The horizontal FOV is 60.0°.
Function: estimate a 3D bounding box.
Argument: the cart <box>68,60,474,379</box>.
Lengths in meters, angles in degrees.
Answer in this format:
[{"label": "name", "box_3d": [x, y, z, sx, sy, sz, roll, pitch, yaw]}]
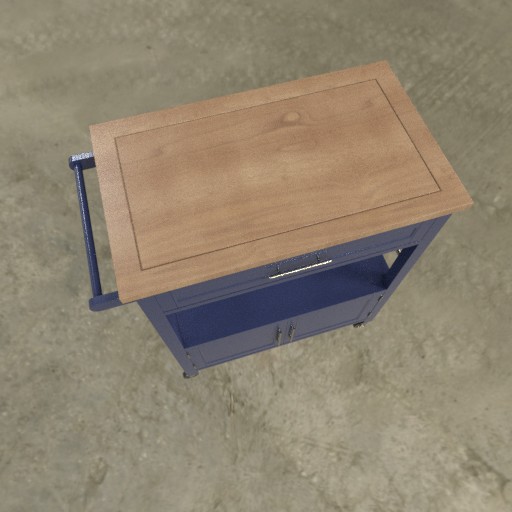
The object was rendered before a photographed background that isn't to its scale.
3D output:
[{"label": "cart", "box_3d": [0.000, 0.000, 1.396, 0.840, 0.901, 0.459, -15, 65, -7]}]
